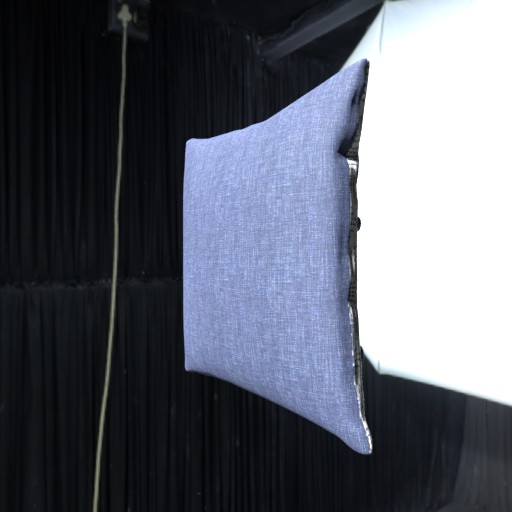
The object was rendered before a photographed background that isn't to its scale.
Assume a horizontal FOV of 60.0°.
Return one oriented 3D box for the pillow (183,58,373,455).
[{"bbox_3d":[0.000,0.000,0.773,0.145,0.510,0.510,0,0,-35],"label":"pillow"}]
